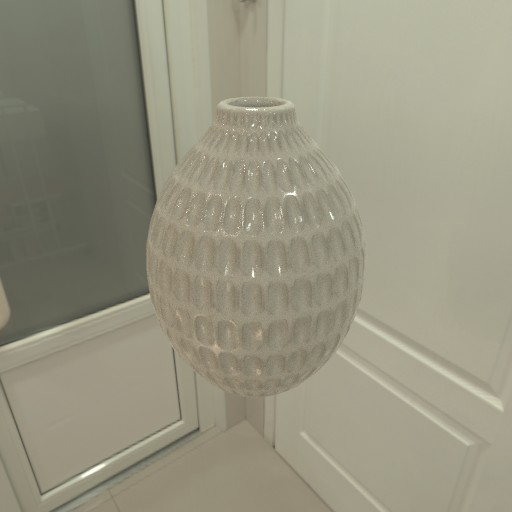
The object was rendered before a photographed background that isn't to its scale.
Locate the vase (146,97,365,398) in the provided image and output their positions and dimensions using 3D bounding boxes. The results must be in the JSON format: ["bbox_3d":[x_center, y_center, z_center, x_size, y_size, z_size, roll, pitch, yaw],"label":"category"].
[{"bbox_3d":[0.000,0.000,0.335,0.162,0.223,0.162,0,28,0],"label":"vase"}]
